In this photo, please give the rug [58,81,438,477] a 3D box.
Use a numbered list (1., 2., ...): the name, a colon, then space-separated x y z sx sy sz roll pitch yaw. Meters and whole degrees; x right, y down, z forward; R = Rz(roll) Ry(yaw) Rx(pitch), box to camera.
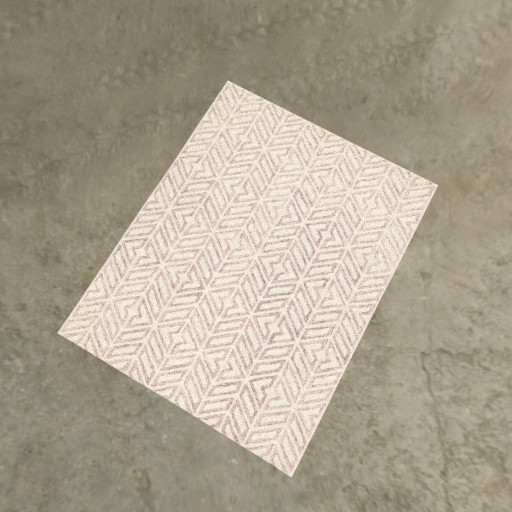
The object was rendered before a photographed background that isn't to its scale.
1. rug: 0.000 0.000 4.209 2.421 0.008 3.045 29 77 7
